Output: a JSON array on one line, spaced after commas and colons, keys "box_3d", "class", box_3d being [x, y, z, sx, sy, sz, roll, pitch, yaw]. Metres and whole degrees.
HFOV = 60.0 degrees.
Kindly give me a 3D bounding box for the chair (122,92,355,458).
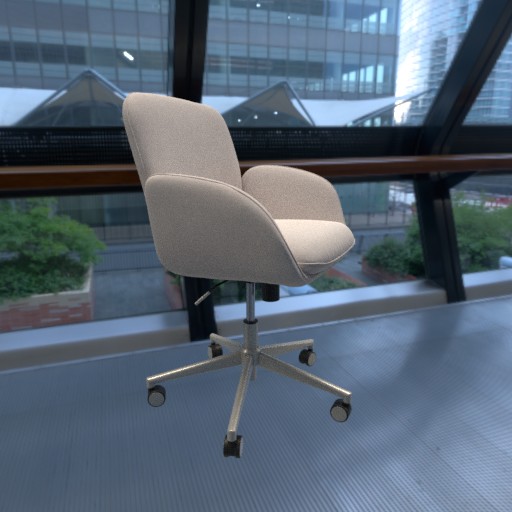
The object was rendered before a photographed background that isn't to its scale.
[{"box_3d": [0.000, 0.000, 1.365, 0.633, 0.959, 0.648, 6, 15, 25], "class": "chair"}]
